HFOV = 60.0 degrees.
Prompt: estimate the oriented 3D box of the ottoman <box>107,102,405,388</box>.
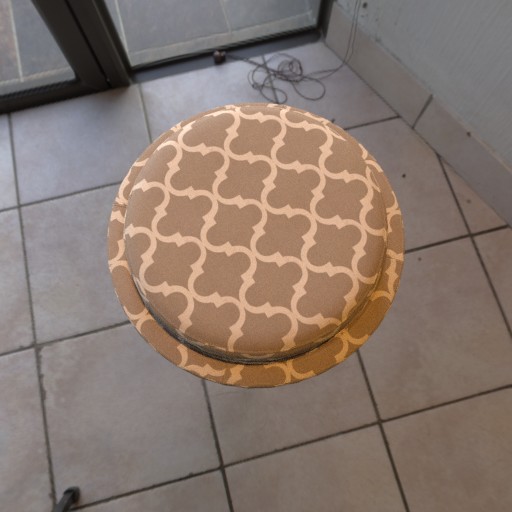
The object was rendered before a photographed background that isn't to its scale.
[{"bbox_3d":[0.000,0.000,0.840,0.480,0.429,0.480,0,75,0],"label":"ottoman"}]
